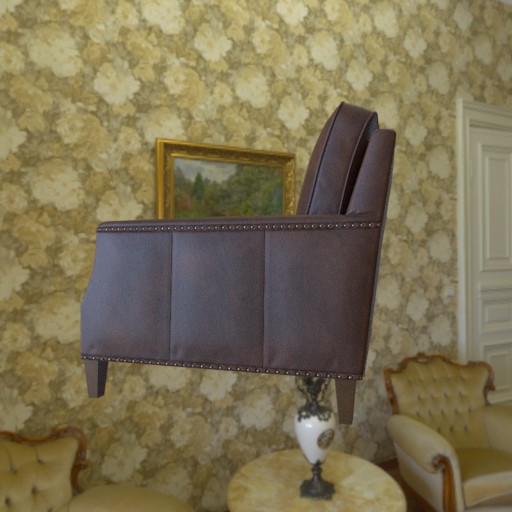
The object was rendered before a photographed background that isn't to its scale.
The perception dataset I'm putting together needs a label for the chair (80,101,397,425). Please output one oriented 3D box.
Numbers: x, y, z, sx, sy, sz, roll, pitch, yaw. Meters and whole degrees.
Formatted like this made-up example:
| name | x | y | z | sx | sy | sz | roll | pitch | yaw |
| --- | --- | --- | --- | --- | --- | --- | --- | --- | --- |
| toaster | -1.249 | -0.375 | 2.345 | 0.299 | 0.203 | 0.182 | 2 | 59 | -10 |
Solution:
| name | x | y | z | sx | sy | sz | roll | pitch | yaw |
| --- | --- | --- | --- | --- | --- | --- | --- | --- | --- |
| chair | 0.000 | 0.000 | 1.712 | 1.014 | 0.929 | 0.853 | 0 | 0 | 16 |
